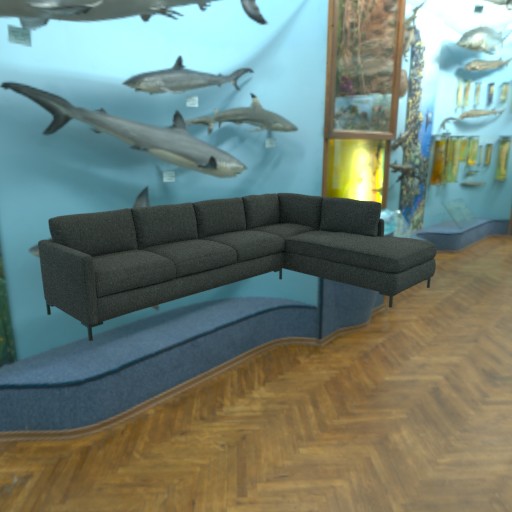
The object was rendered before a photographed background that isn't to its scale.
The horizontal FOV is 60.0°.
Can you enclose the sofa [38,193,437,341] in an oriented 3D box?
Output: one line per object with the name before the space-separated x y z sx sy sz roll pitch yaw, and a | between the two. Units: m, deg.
sofa | 0.000 0.000 3.864 2.007 0.815 2.949 13 19 43
